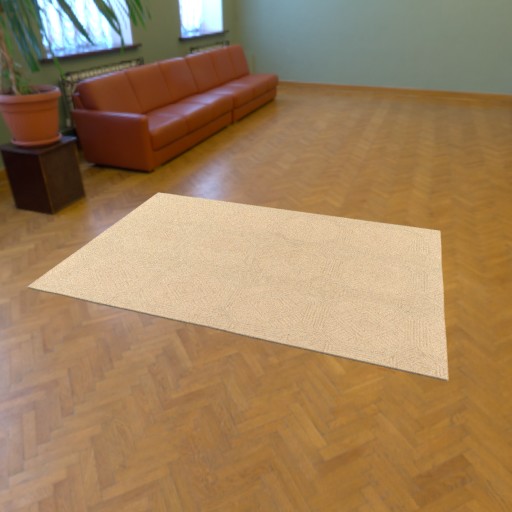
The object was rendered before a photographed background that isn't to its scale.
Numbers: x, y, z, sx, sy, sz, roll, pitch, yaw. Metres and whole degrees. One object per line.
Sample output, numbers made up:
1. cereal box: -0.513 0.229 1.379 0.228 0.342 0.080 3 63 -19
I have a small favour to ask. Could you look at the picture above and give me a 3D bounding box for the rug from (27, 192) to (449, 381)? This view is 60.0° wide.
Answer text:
1. rug: 0.000 0.000 2.311 1.839 0.009 1.236 10 31 16
